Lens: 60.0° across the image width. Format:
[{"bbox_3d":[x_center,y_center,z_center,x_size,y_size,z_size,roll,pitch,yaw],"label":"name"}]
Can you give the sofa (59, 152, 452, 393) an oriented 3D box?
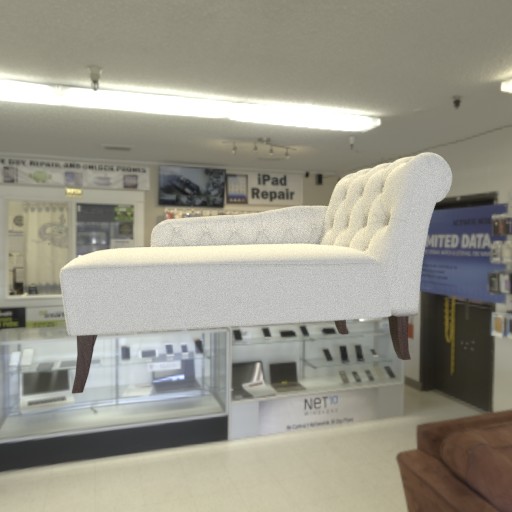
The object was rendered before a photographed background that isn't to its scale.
[{"bbox_3d":[0.000,0.000,1.776,1.379,0.787,0.675,-1,2,-17],"label":"sofa"}]
